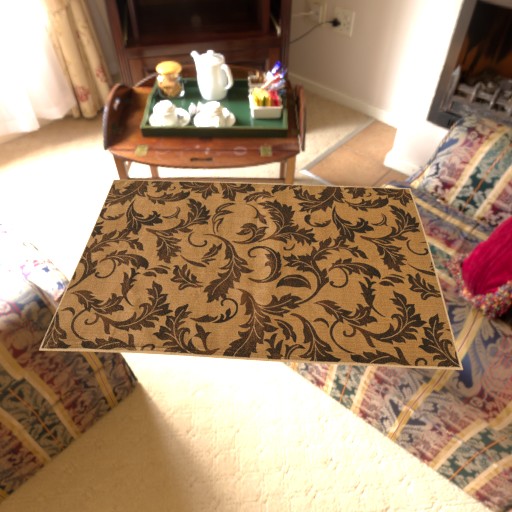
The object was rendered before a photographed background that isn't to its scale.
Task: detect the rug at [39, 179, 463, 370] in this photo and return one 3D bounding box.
[{"bbox_3d":[0.000,0.000,2.880,2.284,0.008,1.522,2,47,2],"label":"rug"}]
